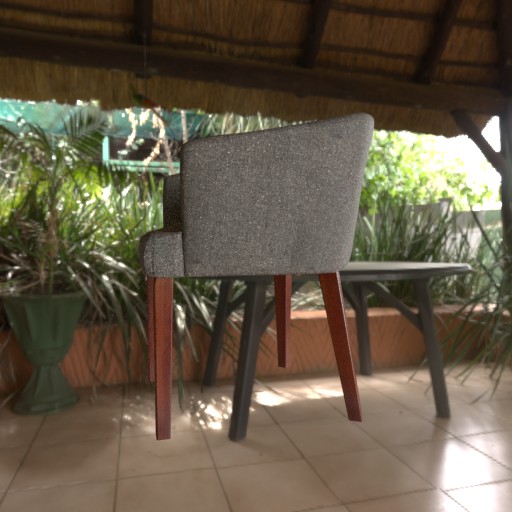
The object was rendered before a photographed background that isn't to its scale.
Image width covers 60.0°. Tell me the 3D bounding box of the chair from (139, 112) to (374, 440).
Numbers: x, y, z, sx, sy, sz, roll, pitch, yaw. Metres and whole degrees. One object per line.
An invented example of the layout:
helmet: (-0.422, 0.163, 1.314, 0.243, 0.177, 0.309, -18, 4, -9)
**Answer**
chair: (0.000, 0.000, 1.290, 0.655, 0.811, 0.583, 0, 1, -16)
